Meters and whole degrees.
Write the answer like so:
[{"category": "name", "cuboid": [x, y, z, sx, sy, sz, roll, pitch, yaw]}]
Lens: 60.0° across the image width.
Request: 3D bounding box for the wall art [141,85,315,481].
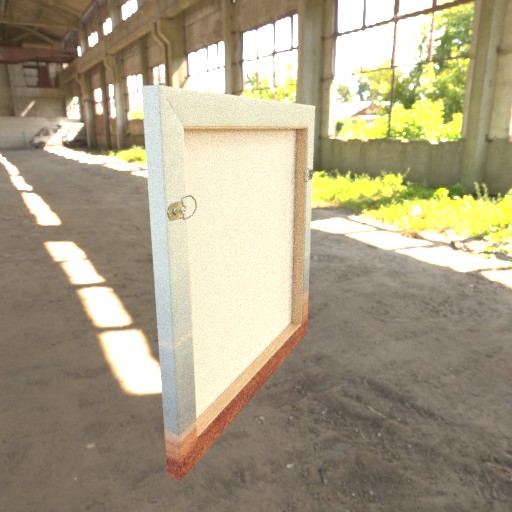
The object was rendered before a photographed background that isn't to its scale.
[{"category": "wall art", "cuboid": [0.000, 0.000, 0.606, 0.023, 0.405, 0.405, 8, 18, 25]}]
